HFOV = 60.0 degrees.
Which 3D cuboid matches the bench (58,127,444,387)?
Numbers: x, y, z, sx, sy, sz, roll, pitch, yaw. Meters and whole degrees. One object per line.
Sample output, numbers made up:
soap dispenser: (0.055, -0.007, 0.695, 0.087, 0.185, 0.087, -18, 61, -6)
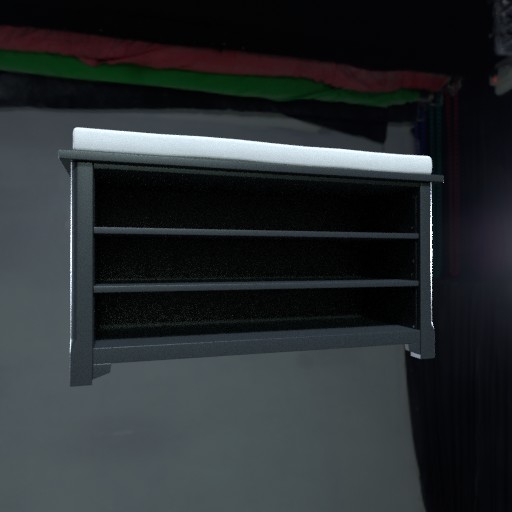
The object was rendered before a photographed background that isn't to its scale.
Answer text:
bench: (0.000, 0.000, 1.235, 0.973, 0.561, 0.345, 0, 0, -17)
